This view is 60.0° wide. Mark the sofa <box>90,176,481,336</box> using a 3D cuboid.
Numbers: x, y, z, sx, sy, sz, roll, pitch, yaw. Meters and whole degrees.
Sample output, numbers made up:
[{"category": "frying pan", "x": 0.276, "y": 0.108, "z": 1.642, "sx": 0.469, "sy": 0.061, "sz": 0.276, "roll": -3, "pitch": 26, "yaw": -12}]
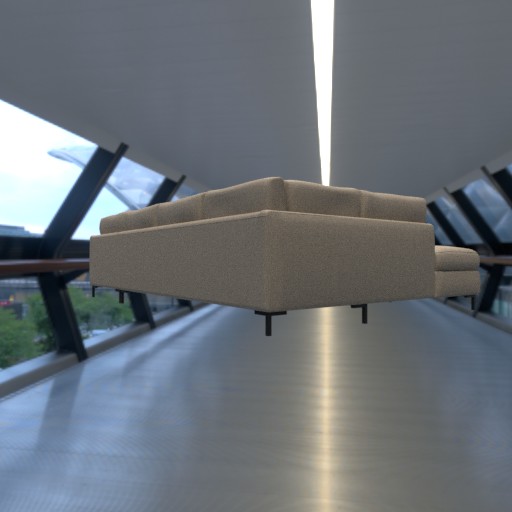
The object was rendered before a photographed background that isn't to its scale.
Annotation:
[{"category": "sofa", "x": 0.000, "y": 0.000, "z": 3.605, "sx": 1.879, "sy": 0.756, "sz": 2.737, "roll": 0, "pitch": -1, "yaw": -37}]
